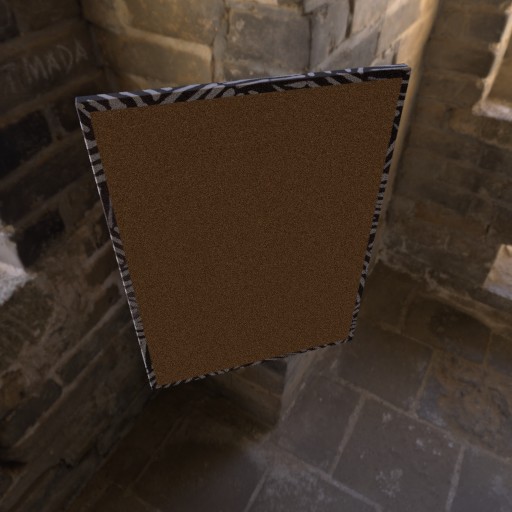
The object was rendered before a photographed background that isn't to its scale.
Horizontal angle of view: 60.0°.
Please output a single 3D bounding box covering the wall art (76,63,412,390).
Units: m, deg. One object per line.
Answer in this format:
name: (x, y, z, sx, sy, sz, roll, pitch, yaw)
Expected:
wall art: (0.000, 0.000, 1.311, 0.765, 1.017, 0.038, -11, 42, -13)
